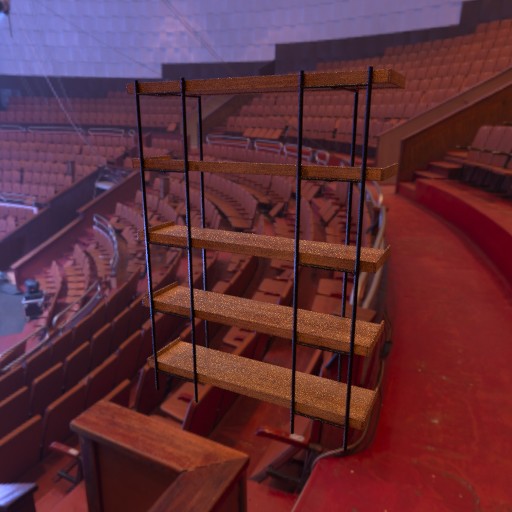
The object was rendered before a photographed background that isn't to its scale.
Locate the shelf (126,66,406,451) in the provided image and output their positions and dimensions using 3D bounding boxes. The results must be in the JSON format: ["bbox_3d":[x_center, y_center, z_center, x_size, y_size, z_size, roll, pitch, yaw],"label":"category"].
[{"bbox_3d":[0.000,0.000,2.439,1.371,1.826,0.379,8,18,26],"label":"shelf"}]
